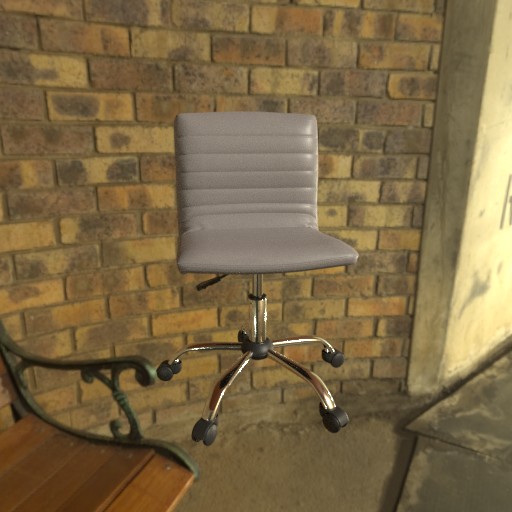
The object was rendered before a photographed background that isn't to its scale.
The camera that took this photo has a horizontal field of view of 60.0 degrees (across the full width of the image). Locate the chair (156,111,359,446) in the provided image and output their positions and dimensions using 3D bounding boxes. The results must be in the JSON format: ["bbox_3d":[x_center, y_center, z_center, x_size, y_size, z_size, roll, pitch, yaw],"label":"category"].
[{"bbox_3d":[0.000,0.000,1.178,0.569,0.750,0.542,-2,15,-8],"label":"chair"}]
